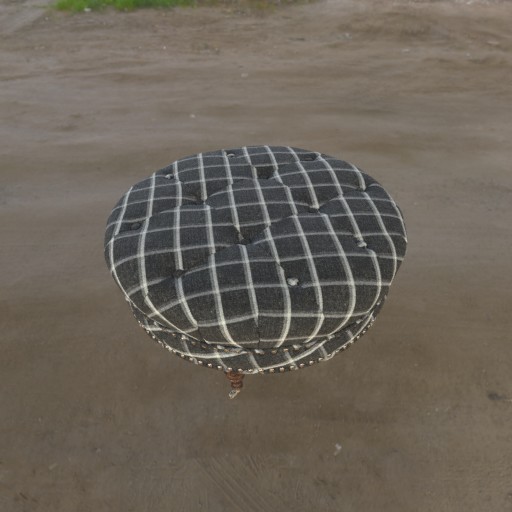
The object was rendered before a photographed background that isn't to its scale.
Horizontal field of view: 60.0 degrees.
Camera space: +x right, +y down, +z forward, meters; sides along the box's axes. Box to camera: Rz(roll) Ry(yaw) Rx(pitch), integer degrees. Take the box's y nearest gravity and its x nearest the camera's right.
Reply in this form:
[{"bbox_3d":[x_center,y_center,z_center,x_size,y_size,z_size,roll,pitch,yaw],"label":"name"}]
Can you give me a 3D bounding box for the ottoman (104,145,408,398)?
[{"bbox_3d":[0.000,0.000,1.446,0.901,0.439,0.901,0,40,0],"label":"ottoman"}]
